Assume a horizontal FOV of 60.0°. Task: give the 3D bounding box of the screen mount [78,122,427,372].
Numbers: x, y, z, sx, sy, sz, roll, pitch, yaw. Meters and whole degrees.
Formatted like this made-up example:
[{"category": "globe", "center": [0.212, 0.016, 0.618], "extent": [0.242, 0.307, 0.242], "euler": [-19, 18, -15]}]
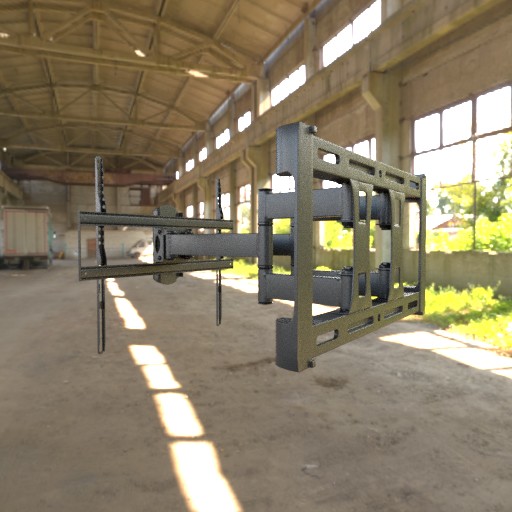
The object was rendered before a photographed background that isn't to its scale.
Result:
[{"category": "screen mount", "center": [0.000, 0.000, 0.943], "extent": [0.556, 0.424, 0.571], "euler": [1, 2, 36]}]
